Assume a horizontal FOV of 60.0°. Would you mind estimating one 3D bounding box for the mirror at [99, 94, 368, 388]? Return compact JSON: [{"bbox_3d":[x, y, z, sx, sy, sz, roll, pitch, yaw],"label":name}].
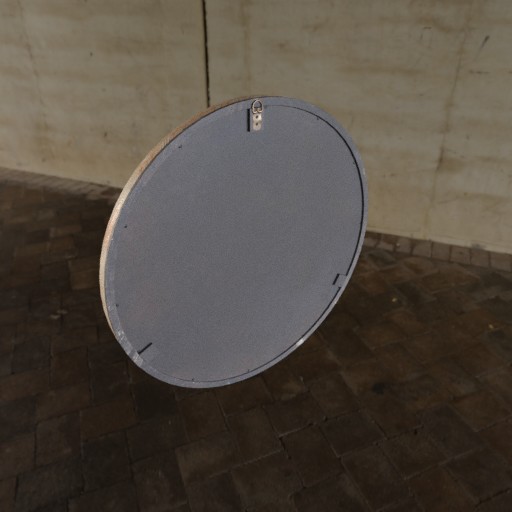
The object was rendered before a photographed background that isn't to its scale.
[{"bbox_3d":[0.000,0.000,1.036,0.710,0.710,0.038,-19,34,-30],"label":"mirror"}]
